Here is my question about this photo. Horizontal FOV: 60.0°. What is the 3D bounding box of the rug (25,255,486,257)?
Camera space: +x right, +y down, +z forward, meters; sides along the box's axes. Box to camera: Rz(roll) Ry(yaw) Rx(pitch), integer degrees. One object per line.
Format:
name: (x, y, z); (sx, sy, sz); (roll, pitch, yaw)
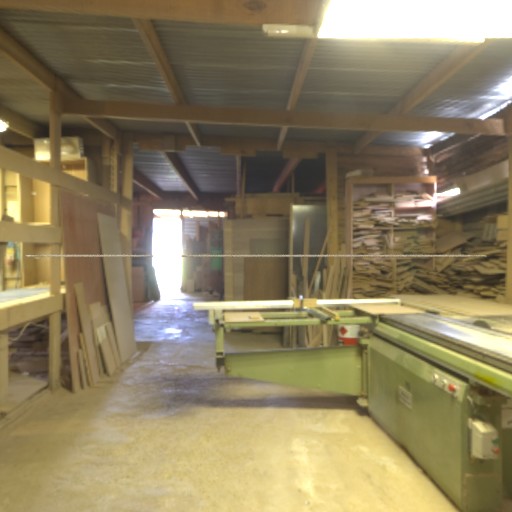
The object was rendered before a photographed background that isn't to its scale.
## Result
rug: (0.000, 0.000, 2.720); (2.449, 0.011, 0.774); (0, 0, 0)
